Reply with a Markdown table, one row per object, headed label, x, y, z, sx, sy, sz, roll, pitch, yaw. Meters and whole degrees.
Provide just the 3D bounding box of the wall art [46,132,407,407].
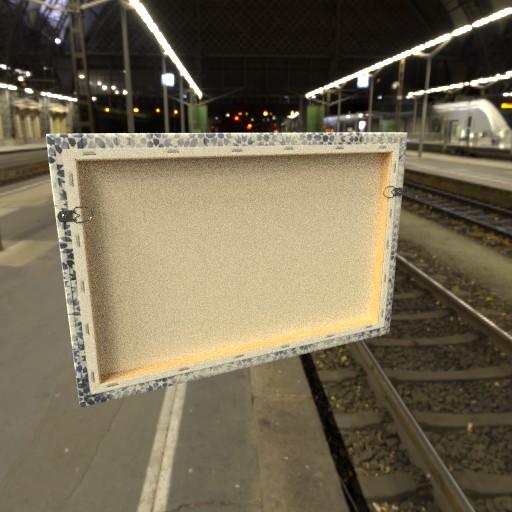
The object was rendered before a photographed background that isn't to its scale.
| label | x | y | z | sx | sy | sz | roll | pitch | yaw |
| --- | --- | --- | --- | --- | --- | --- | --- | --- | --- |
| wall art | 0.000 | 0.000 | 0.760 | 0.608 | 0.406 | 0.030 | -7 | 18 | -24 |
